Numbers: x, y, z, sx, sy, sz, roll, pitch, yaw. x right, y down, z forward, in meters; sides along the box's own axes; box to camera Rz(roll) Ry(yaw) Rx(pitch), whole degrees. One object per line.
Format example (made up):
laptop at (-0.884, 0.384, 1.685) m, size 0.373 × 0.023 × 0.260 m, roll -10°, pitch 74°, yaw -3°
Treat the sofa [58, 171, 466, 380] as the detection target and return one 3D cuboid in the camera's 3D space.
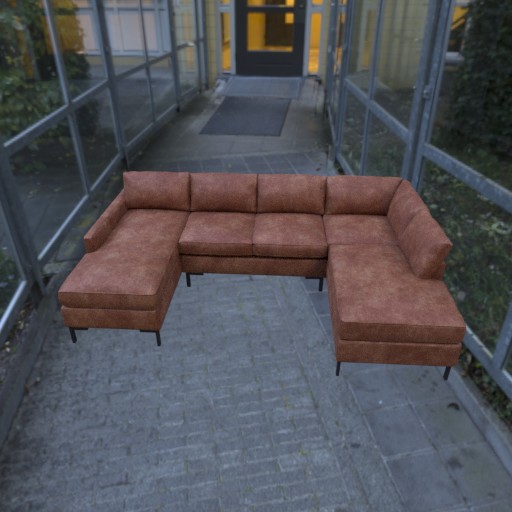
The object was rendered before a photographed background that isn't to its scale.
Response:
sofa at (0.000, 0.000, 3.870) m, size 2.956 × 0.900 × 1.939 m, roll 2°, pitch 31°, yaw 3°
